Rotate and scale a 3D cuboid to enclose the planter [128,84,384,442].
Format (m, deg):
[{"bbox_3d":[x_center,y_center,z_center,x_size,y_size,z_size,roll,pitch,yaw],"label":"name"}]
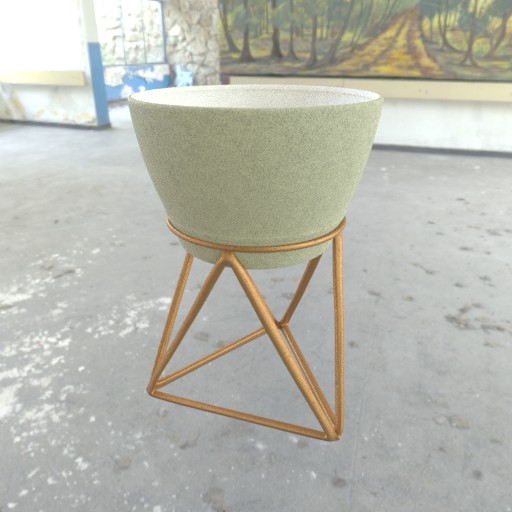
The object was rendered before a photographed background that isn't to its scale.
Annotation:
[{"bbox_3d":[0.000,0.000,0.729,0.350,0.504,0.350,8,26,16],"label":"planter"}]
